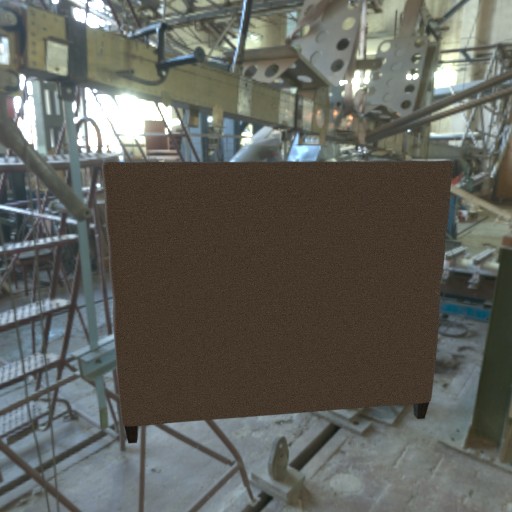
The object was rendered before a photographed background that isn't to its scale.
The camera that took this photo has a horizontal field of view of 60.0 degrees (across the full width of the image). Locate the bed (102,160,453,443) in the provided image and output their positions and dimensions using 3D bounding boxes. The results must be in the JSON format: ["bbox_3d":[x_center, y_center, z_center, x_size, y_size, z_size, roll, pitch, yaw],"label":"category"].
[{"bbox_3d":[0.000,0.000,3.282,1.696,1.426,2.233,-2,14,-8],"label":"bed"}]
